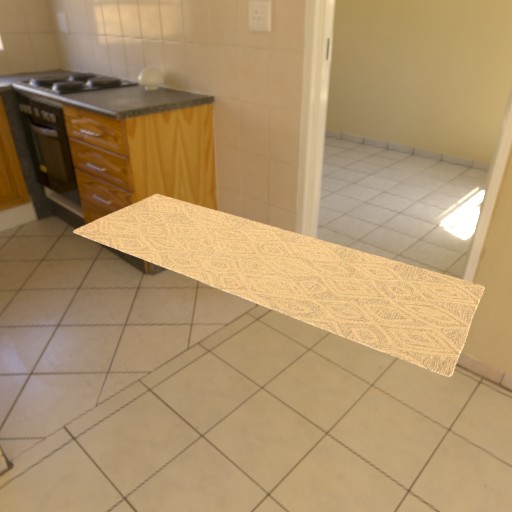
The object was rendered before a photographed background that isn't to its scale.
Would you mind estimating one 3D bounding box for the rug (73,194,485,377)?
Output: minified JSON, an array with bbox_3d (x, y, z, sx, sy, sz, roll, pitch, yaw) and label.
[{"bbox_3d":[0.000,0.000,2.678,2.436,0.013,0.807,18,34,28],"label":"rug"}]
